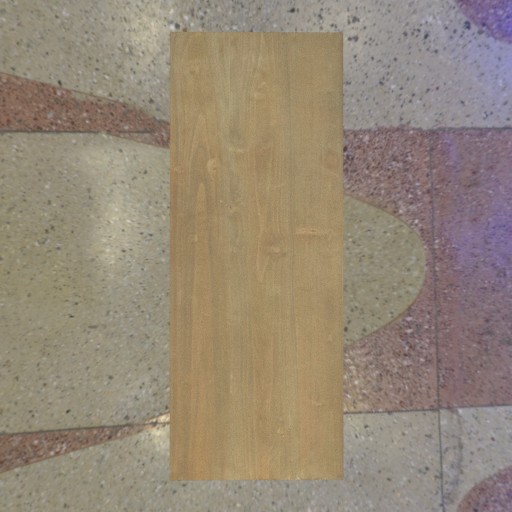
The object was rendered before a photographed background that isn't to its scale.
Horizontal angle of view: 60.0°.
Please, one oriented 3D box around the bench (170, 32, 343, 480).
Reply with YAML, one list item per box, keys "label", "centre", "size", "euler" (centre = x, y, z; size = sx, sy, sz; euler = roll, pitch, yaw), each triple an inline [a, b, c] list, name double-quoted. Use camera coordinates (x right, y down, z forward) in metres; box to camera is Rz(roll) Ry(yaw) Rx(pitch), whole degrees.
- label: "bench"
  centre: [0.000, 0.000, 1.399]
  size: [0.458, 0.458, 1.183]
  euler: [0, 90, 0]
